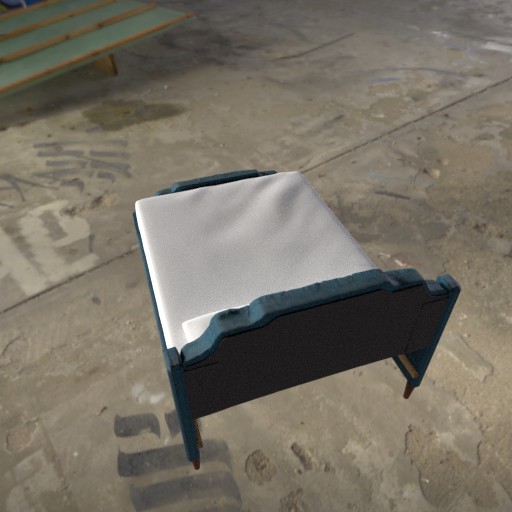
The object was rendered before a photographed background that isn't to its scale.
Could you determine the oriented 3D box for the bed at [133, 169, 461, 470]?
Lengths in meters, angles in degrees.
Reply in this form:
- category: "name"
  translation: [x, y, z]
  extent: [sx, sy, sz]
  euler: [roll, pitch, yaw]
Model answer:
- category: "bed"
  translation: [0.000, 0.000, 3.419]
  extent: [1.676, 1.351, 2.322]
  euler: [-13, 43, -14]
